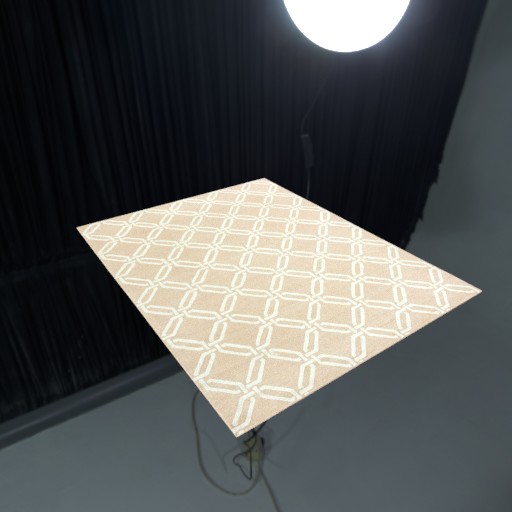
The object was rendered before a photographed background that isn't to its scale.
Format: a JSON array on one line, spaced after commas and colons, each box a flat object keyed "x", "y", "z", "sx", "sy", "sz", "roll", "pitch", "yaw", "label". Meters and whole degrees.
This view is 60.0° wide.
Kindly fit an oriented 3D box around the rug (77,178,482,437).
[{"x": 0.000, "y": 0.000, "z": 3.911, "sx": 2.288, "sy": 0.018, "sz": 2.895, "roll": -20, "pitch": 37, "yaw": -29, "label": "rug"}]
